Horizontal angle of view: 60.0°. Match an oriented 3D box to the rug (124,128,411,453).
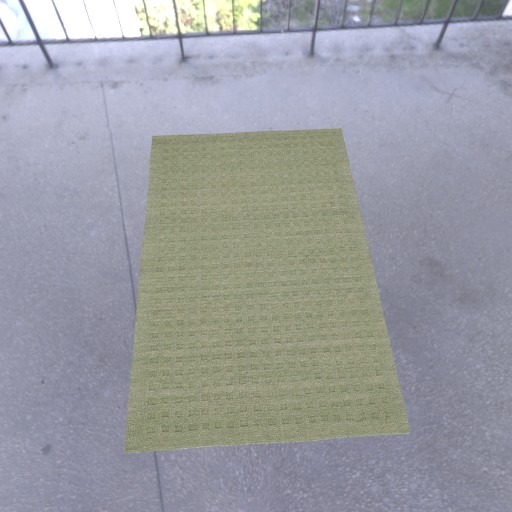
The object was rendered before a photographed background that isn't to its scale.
[{"bbox_3d":[0.000,0.000,2.212,1.143,0.006,1.747,-3,59,-2],"label":"rug"}]
